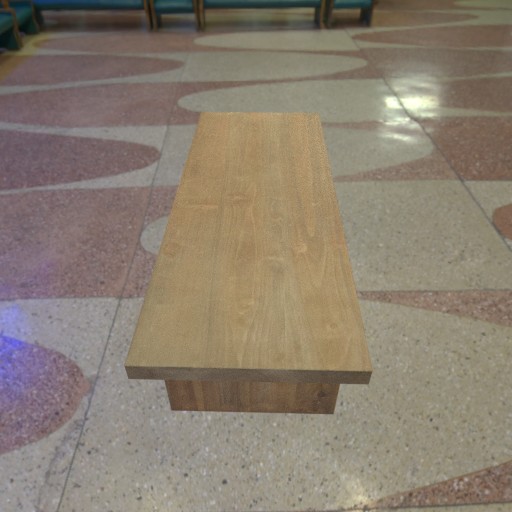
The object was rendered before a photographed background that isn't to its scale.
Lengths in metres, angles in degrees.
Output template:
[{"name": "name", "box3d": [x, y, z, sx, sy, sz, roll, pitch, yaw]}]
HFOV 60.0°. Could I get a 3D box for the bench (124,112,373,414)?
[{"name": "bench", "box3d": [0.000, 0.000, 1.415, 0.458, 0.458, 1.183, 1, 40, 1]}]
